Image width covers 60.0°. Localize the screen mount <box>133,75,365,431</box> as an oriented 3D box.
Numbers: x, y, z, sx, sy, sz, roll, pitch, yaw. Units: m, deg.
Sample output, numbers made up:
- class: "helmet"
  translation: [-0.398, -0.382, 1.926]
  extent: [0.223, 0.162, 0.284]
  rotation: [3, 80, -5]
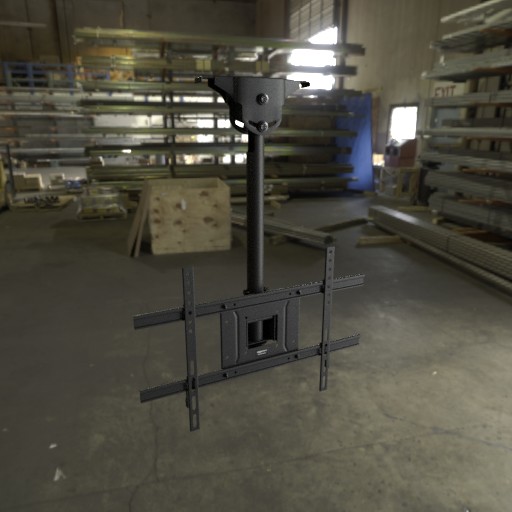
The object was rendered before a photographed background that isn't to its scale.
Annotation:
- class: "screen mount"
  translation: [0.000, 0.000, 1.039]
  extent: [0.595, 0.775, 0.090]
  rotation: [-8, 18, -26]
